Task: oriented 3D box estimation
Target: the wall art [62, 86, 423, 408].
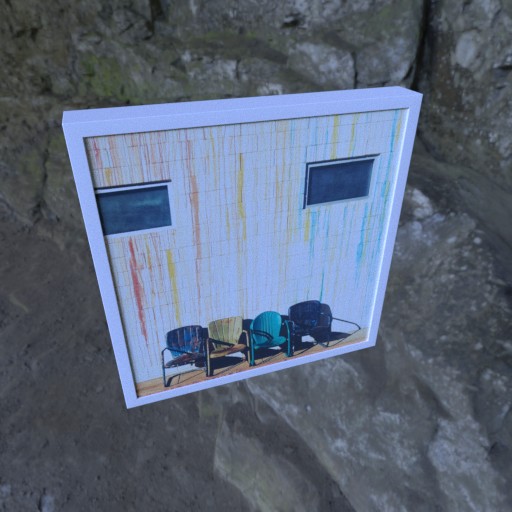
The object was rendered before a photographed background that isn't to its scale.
[{"bbox_3d":[0.000,0.000,0.453,0.305,0.305,0.038,-10,33,-16],"label":"wall art"}]
